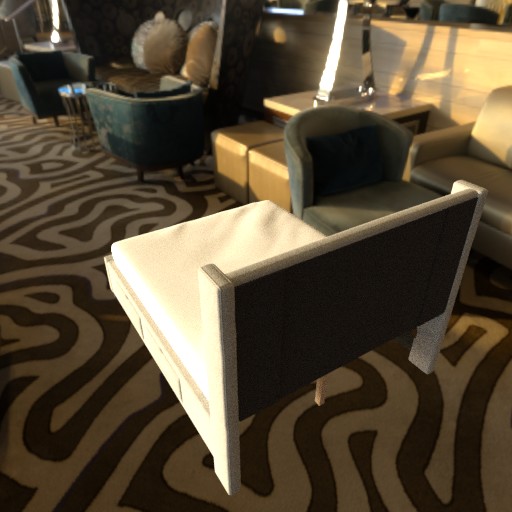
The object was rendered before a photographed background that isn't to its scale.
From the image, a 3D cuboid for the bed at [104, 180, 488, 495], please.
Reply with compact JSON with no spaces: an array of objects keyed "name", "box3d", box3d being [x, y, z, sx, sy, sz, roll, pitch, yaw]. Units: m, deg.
[{"name":"bed","box3d":[0.000,0.000,3.327,1.774,1.491,2.222,-19,37,-27]}]
